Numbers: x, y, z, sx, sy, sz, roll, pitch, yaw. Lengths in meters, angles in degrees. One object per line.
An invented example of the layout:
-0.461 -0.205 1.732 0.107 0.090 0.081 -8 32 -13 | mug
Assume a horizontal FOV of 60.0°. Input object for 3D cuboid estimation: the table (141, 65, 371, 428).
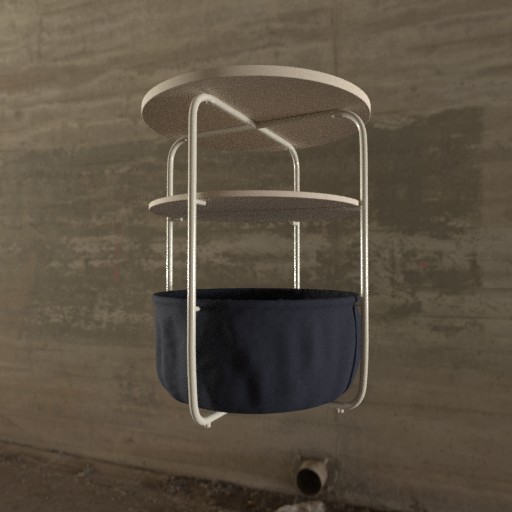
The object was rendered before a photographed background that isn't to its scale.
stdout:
0.000 0.000 0.831 0.418 0.532 0.418 0 -1 -18 | table
